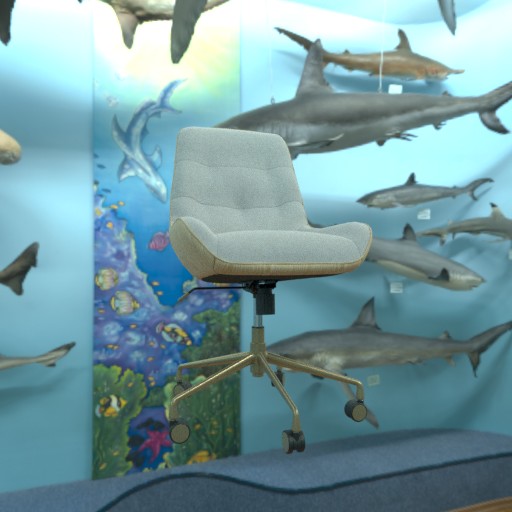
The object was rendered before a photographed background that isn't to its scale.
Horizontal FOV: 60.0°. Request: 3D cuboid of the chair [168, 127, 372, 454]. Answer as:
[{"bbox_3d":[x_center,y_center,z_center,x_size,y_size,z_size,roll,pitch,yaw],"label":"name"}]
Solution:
[{"bbox_3d":[0.000,0.000,1.365,0.564,0.952,0.668,0,0,-17],"label":"chair"}]
